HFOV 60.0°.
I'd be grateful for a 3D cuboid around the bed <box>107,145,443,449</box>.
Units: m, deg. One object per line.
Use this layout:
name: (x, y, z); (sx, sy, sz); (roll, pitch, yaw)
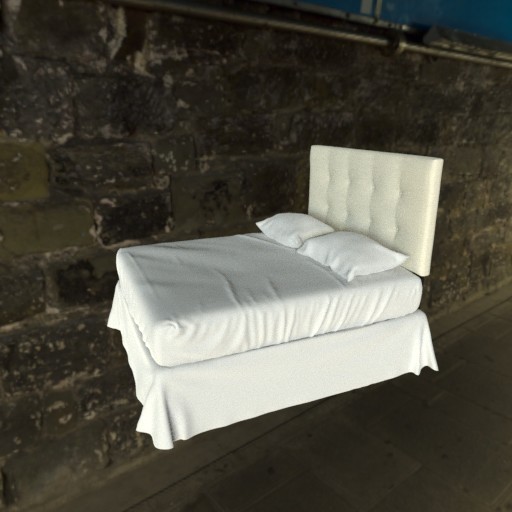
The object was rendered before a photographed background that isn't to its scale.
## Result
bed: (0.000, 0.000, 3.506); (2.222, 1.577, 1.936); (-8, 19, -23)
